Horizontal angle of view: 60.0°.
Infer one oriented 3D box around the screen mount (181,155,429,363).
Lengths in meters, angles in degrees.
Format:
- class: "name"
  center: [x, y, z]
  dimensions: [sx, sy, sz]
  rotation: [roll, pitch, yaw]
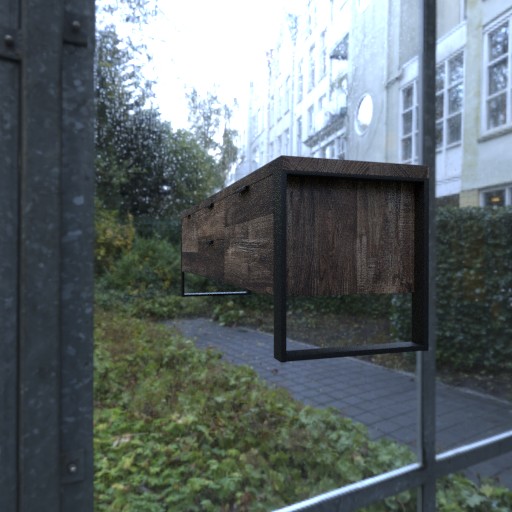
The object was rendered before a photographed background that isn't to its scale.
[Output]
- class: "screen mount"
  center: [0.000, 0.000, 1.743]
  dimensions: [0.395, 0.450, 1.524]
  rotation: [0, 1, -18]
